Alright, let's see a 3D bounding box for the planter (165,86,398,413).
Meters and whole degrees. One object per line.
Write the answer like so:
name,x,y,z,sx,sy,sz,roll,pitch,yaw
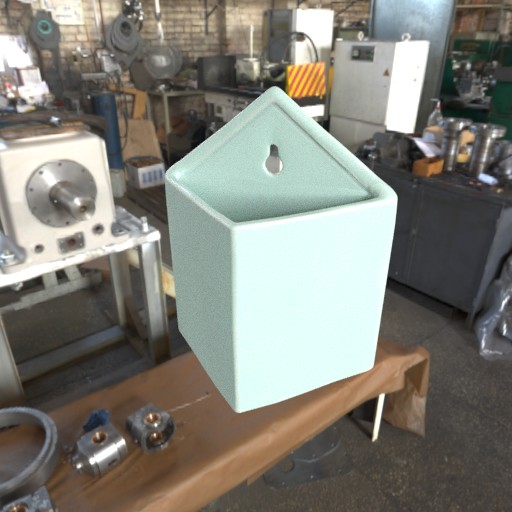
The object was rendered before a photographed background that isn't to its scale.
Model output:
planter,0.000,0.000,0.285,0.164,0.197,0.079,8,28,16
